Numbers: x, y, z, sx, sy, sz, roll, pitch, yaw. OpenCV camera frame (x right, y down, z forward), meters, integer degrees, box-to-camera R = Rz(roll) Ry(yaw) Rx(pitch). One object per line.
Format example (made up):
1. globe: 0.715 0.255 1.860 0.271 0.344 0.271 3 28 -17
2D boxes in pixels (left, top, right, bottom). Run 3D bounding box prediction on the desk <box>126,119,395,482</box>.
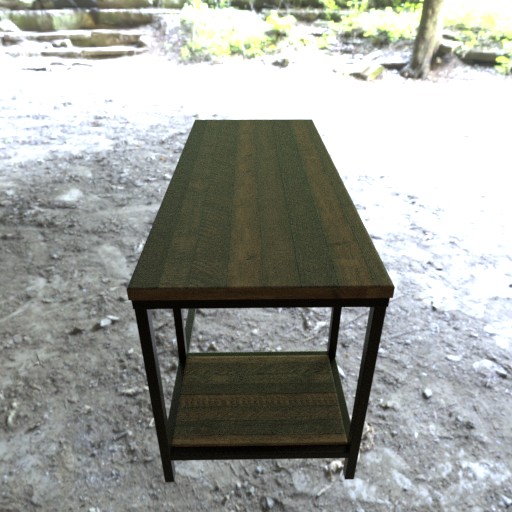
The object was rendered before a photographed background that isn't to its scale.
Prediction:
1. desk: 0.000 0.000 1.871 0.617 0.753 1.538 0 31 -1
